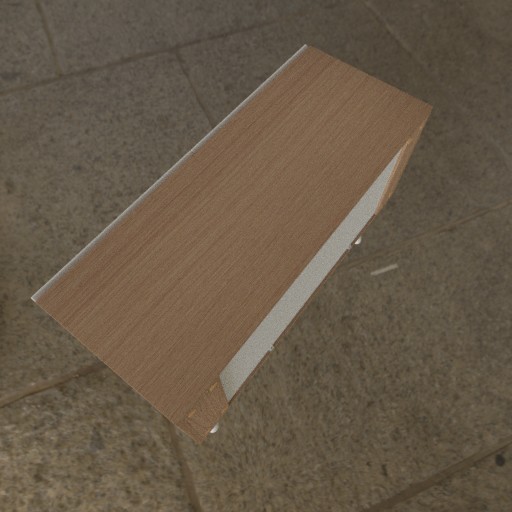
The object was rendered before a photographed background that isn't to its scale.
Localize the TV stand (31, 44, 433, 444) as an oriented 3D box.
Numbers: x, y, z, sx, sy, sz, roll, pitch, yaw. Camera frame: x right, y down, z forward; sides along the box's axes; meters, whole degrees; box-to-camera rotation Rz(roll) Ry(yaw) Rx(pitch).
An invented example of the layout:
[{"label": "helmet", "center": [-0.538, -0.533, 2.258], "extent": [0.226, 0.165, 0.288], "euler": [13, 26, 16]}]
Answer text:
[{"label": "TV stand", "center": [0.000, 0.000, 1.326], "extent": [0.407, 0.660, 0.991], "euler": [34, 68, 16]}]
